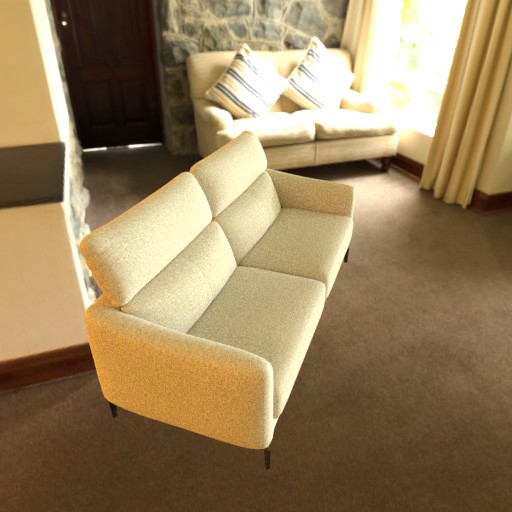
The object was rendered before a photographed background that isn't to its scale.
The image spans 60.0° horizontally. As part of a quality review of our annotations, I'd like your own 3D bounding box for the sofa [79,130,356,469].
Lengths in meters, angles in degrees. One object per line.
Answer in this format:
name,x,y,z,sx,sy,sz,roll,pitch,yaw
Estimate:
sofa,0.000,0.000,2.538,0.856,0.956,2.015,11,32,17
